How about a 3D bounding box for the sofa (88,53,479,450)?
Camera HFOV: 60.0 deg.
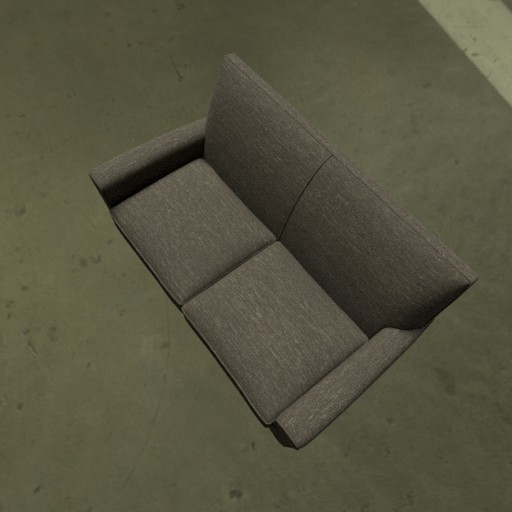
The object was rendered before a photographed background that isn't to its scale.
[{"bbox_3d":[0.000,0.000,2.060,0.867,0.905,1.509,-35,69,-16],"label":"sofa"}]
